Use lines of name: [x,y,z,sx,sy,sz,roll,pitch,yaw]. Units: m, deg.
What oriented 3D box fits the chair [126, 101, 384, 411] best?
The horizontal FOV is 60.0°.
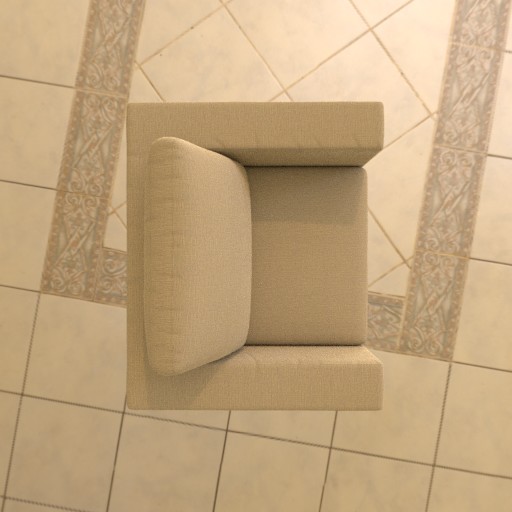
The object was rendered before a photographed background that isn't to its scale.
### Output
chair: [0.000,0.000,1.795,0.957,0.878,1.150,0,90,0]
